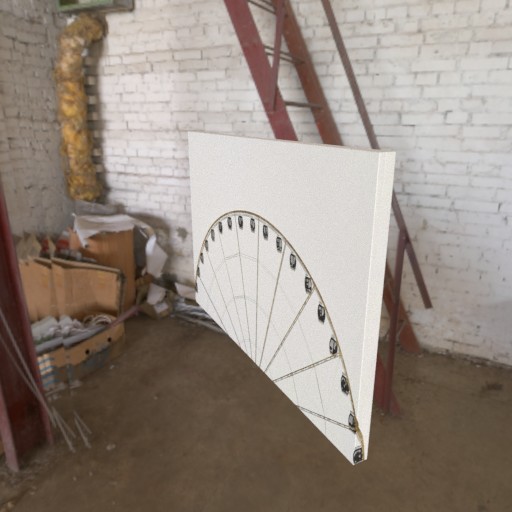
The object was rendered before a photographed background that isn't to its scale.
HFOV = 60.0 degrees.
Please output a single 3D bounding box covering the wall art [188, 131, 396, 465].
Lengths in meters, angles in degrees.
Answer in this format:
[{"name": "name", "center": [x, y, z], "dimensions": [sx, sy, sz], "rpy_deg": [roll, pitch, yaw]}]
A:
[{"name": "wall art", "center": [0.000, 0.000, 1.165], "dimensions": [0.038, 0.601, 0.898], "rpy_deg": [-9, 20, -26]}]
